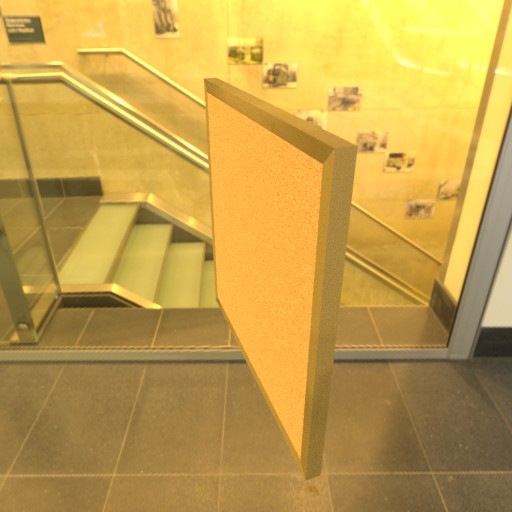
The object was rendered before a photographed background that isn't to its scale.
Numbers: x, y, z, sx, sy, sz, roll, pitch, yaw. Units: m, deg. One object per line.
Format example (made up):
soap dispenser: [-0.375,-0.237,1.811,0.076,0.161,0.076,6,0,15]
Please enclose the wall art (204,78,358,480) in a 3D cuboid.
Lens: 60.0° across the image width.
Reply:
wall art: [0.000,0.000,1.139,0.038,0.762,0.762,-10,31,-17]
